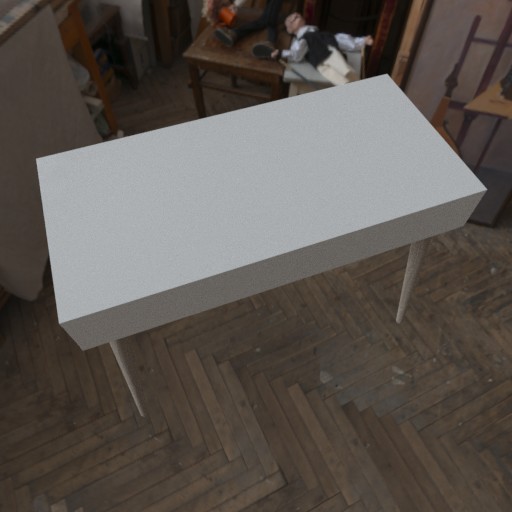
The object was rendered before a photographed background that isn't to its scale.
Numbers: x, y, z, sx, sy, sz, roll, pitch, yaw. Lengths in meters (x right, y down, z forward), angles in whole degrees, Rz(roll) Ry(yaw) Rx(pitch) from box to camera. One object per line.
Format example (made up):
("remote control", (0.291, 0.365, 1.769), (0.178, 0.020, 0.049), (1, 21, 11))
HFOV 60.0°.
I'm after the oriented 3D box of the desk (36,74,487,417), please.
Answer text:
("desk", (0.000, 0.000, 1.365), (0.979, 0.723, 0.491), (-17, 59, -11))
